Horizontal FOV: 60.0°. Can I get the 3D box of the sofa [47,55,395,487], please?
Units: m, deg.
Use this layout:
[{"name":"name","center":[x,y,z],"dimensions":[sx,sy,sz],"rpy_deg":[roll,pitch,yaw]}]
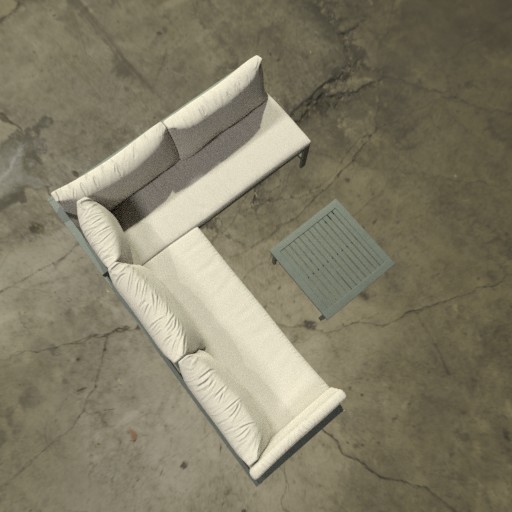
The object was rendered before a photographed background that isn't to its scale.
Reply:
[{"name":"sofa","center":[0.000,0.000,2.922],"dimensions":[1.658,0.758,2.096],"rpy_deg":[-38,79,-9]}]
